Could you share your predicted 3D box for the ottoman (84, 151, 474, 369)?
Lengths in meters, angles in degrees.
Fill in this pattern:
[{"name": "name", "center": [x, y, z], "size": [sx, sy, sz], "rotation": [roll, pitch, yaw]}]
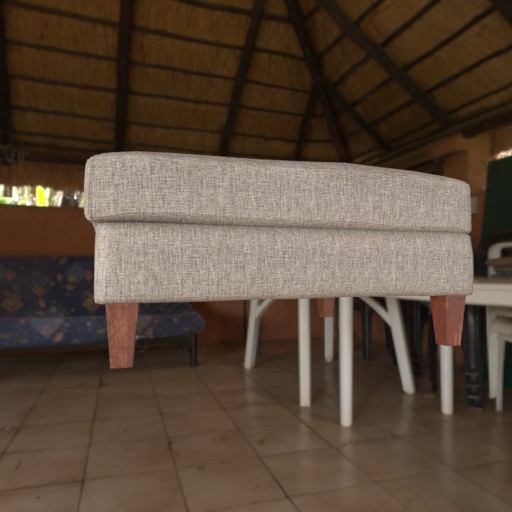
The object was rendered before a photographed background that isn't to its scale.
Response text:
[{"name": "ottoman", "center": [0.000, 0.000, 1.422], "size": [0.994, 0.492, 0.839], "rotation": [1, -2, -18]}]
